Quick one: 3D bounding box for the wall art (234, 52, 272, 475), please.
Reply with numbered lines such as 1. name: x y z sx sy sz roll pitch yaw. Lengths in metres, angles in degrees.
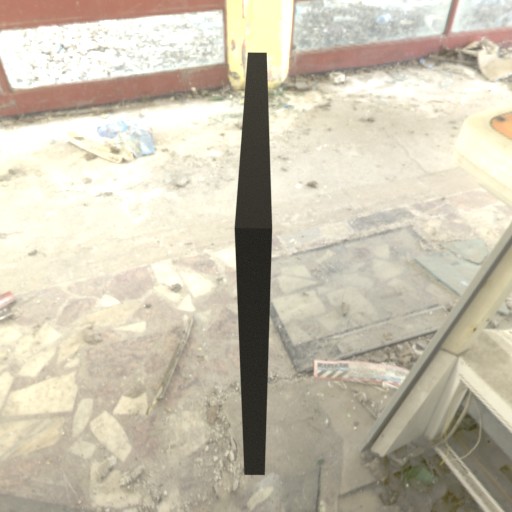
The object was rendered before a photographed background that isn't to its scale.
1. wall art: 0.000 0.000 0.681 0.030 0.458 0.462 0 41 0
